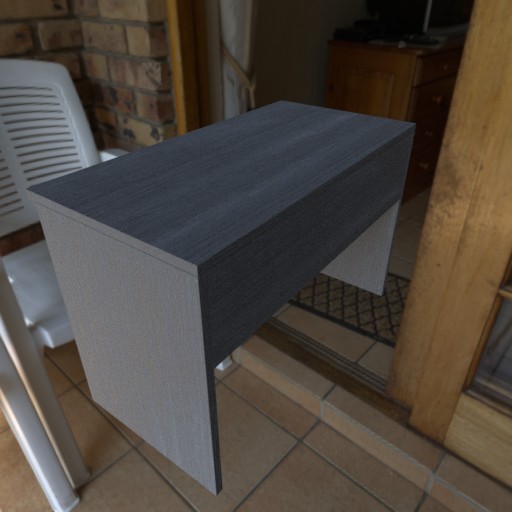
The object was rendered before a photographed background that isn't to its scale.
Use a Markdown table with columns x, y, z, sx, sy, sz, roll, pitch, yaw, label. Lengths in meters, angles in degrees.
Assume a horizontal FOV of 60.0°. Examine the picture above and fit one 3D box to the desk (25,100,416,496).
| x | y | z | sx | sy | sz | roll | pitch | yaw | label |
| --- | --- | --- | --- | --- | --- | --- | --- | --- | --- |
| 0.000 | 0.000 | 1.485 | 0.557 | 0.729 | 1.099 | 22 | 38 | 30 | desk |
